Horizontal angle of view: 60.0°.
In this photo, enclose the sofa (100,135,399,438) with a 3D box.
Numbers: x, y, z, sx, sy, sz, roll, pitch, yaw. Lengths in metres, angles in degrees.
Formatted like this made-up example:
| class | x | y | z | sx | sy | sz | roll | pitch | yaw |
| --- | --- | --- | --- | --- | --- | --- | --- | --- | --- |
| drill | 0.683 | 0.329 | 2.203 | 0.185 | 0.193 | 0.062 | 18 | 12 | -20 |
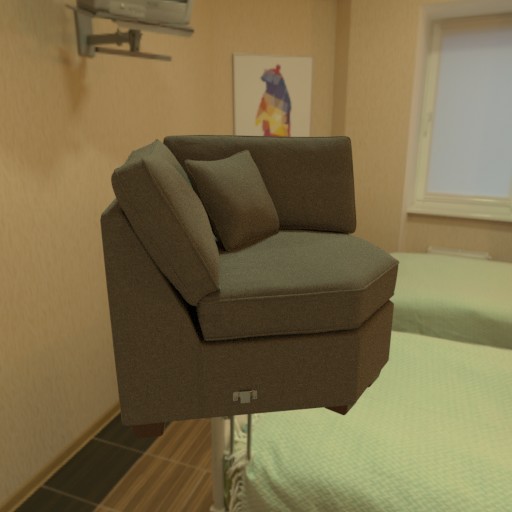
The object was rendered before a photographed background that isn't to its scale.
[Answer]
| class | x | y | z | sx | sy | sz | roll | pitch | yaw |
| --- | --- | --- | --- | --- | --- | --- | --- | --- | --- |
| sofa | 0.000 | 0.000 | 1.830 | 1.042 | 0.951 | 1.050 | -2 | 17 | -8 |
